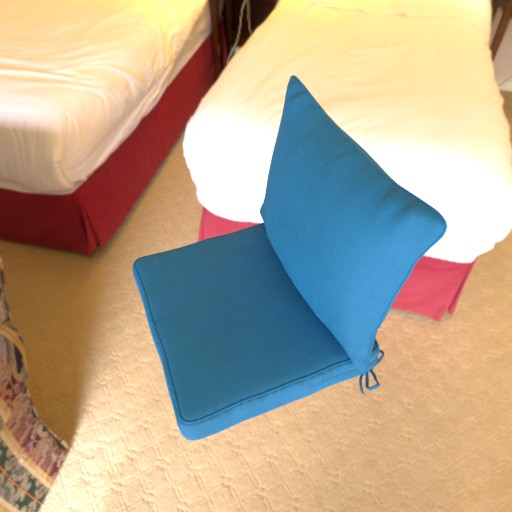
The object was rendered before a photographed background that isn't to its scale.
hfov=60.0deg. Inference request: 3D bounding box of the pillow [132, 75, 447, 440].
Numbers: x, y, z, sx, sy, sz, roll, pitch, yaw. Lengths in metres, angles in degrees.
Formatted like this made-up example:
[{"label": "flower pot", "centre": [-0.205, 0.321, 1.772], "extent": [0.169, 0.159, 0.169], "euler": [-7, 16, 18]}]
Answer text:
[{"label": "pillow", "centre": [0.000, 0.000, 1.358], "extent": [0.733, 0.725, 0.798], "euler": [-17, 49, -15]}]
